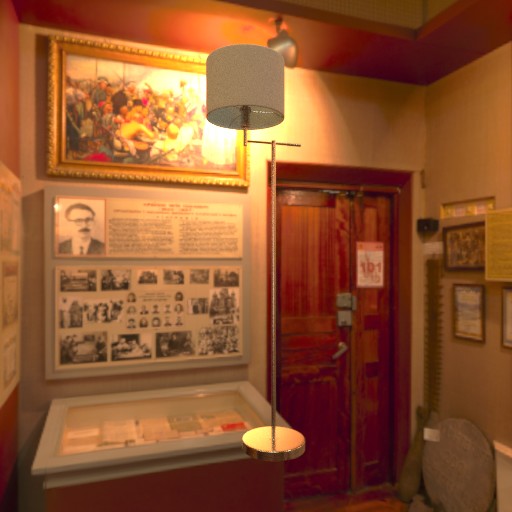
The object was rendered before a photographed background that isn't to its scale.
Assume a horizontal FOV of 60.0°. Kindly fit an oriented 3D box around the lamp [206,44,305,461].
[{"bbox_3d":[0.000,0.000,1.840,0.416,1.600,0.324,0,0,-17],"label":"lamp"}]
